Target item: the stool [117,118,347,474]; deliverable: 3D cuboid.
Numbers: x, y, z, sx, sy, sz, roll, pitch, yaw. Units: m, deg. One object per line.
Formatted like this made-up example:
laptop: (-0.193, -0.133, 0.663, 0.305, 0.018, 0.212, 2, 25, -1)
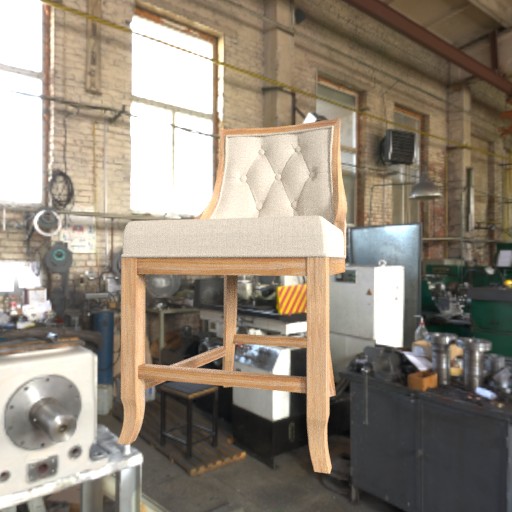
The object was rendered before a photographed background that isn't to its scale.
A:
stool: (0.000, 0.000, 1.320, 0.524, 0.938, 0.626, 0, -1, 17)
